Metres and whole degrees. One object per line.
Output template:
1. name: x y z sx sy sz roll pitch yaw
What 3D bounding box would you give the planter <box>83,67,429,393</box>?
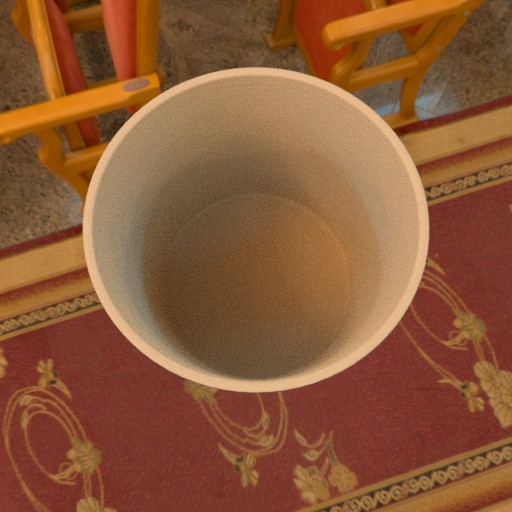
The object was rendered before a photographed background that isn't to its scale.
1. planter: 0.000 0.000 0.380 0.221 0.201 0.221 0 74 0
